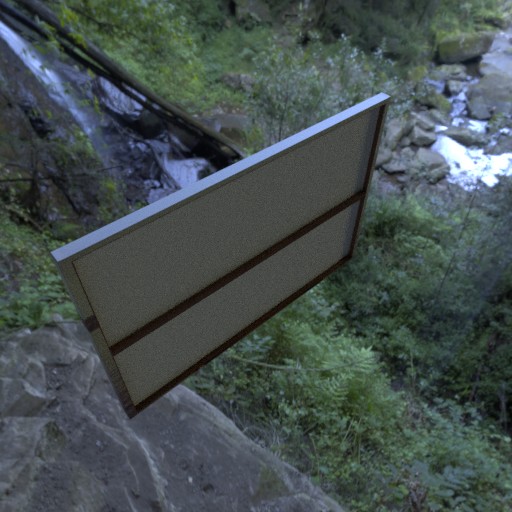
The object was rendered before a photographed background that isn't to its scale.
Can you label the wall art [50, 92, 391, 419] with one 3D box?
[{"bbox_3d":[0.000,0.000,1.482,1.149,0.765,0.040,-32,54,-27],"label":"wall art"}]
